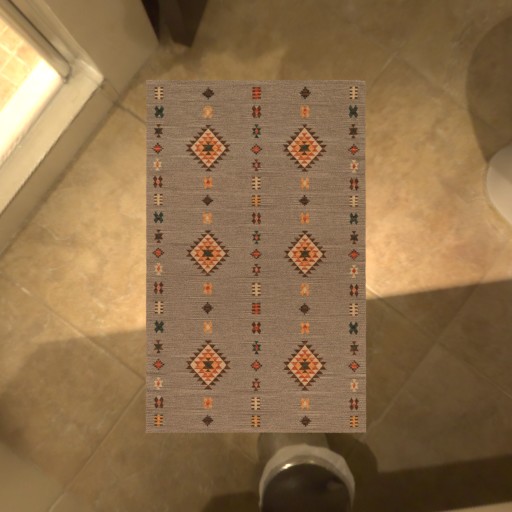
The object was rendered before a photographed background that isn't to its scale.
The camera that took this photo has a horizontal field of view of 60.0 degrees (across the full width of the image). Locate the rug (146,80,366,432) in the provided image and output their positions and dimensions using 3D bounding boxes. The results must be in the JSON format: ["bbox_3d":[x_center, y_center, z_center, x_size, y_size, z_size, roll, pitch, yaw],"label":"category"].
[{"bbox_3d":[0.000,0.000,3.054,1.515,0.007,2.427,0,90,0],"label":"rug"}]
